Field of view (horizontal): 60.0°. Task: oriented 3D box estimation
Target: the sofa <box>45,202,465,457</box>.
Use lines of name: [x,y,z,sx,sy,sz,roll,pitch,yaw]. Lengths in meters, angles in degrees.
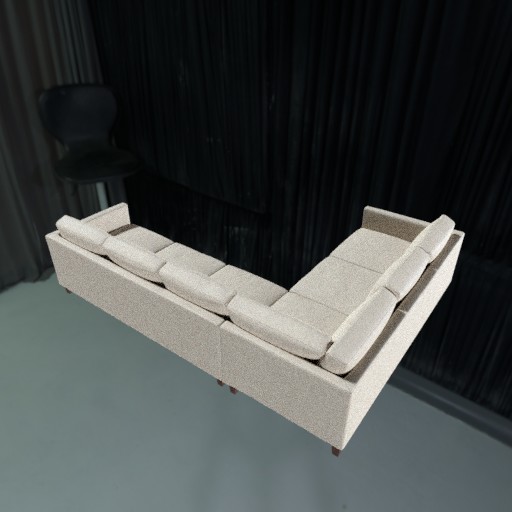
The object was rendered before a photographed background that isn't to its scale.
sofa: [0.000,0.000,4.332,3.182,0.863,2.432,22,38,30]
